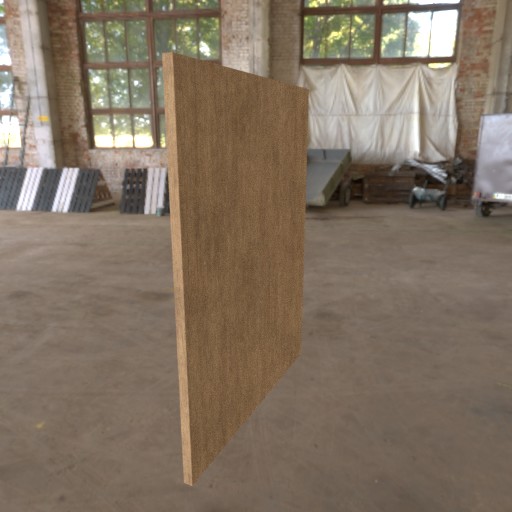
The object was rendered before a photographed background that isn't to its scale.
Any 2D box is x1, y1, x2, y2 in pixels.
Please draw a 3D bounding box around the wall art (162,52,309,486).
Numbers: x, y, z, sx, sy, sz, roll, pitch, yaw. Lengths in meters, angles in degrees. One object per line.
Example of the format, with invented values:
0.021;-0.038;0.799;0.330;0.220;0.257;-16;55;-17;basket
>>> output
0.000;0.000;0.906;0.018;0.686;0.534;7;17;25;wall art
